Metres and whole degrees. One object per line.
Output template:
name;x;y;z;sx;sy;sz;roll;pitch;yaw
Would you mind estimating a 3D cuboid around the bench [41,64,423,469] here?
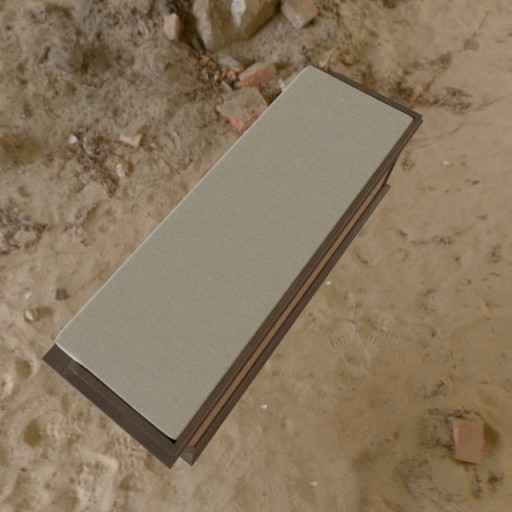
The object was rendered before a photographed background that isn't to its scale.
bench;0.000;0.000;1.385;0.402;0.501;1.185;34;70;14
